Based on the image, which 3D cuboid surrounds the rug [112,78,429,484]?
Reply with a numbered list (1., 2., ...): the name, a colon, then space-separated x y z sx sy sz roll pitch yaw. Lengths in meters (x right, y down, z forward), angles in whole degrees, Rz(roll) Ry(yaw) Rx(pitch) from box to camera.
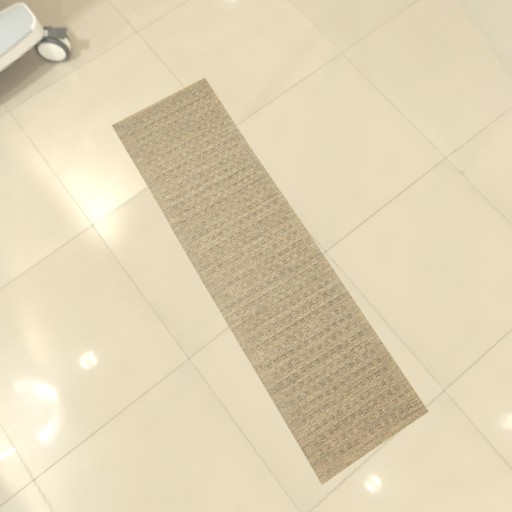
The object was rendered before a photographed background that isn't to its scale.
1. rug: 0.000 0.000 2.601 0.688 0.005 2.437 -30 77 -8
